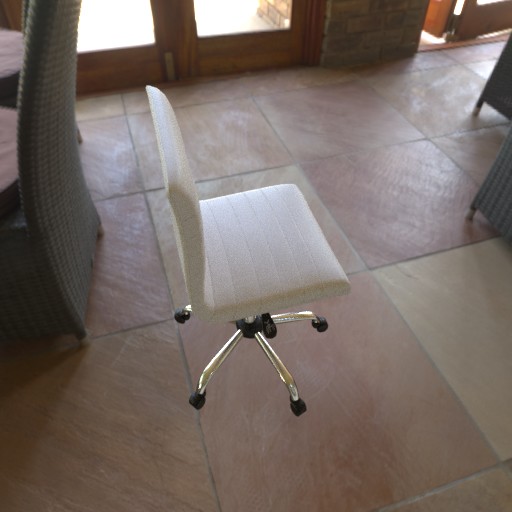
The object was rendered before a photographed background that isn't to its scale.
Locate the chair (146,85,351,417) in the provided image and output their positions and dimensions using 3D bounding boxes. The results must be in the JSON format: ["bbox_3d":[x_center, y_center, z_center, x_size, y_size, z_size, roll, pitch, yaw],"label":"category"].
[{"bbox_3d":[0.000,0.000,1.076,0.455,0.750,0.520,-11,46,-10],"label":"chair"}]
